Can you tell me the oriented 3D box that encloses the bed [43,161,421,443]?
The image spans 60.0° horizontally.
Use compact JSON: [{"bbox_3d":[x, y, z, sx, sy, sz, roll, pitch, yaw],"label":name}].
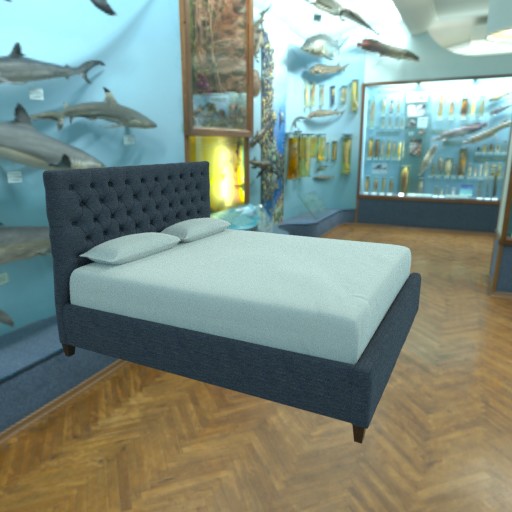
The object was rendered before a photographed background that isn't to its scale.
[{"bbox_3d":[0.000,0.000,3.642,2.387,1.427,2.078,7,16,26],"label":"bed"}]
